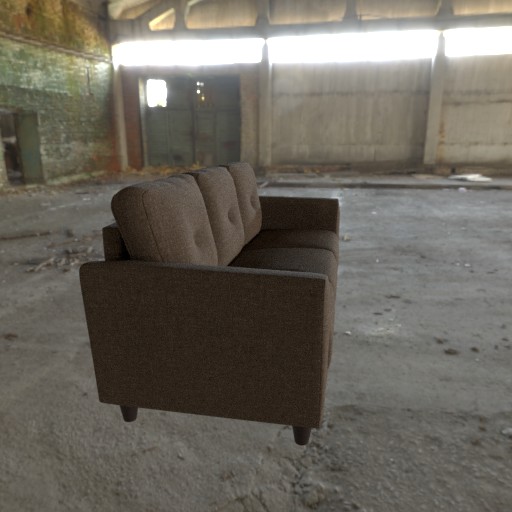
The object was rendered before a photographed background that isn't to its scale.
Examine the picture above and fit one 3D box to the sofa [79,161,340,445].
[{"bbox_3d":[0.000,0.000,2.294,0.837,0.891,1.847,3,15,11],"label":"sofa"}]
